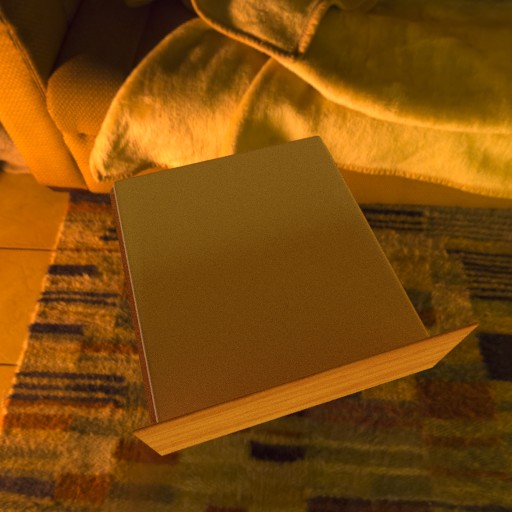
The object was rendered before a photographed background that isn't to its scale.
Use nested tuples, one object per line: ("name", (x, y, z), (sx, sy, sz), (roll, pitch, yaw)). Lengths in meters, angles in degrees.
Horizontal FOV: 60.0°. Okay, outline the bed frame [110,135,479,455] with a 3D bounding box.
("bed frame", (0.000, 0.000, 3.166), (1.872, 0.940, 2.092), (-15, 60, -9))
